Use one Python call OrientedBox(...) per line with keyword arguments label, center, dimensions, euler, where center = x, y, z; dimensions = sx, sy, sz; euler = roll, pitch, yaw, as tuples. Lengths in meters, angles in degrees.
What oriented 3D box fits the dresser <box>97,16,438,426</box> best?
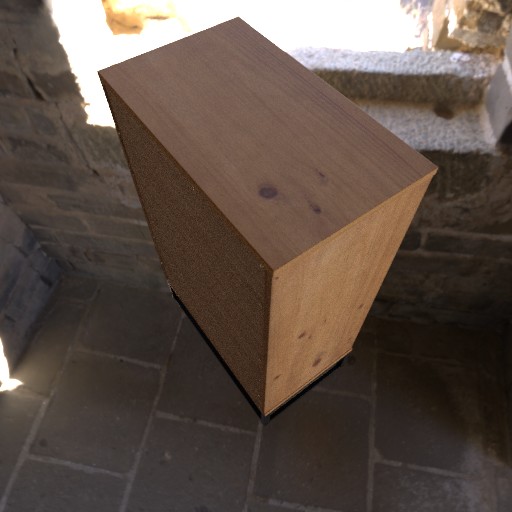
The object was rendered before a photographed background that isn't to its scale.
OrientedBox(label="dresser", center=(0.000, 0.000, 1.574), dimensions=(0.479, 1.240, 0.761), euler=(-31, 62, -19))
